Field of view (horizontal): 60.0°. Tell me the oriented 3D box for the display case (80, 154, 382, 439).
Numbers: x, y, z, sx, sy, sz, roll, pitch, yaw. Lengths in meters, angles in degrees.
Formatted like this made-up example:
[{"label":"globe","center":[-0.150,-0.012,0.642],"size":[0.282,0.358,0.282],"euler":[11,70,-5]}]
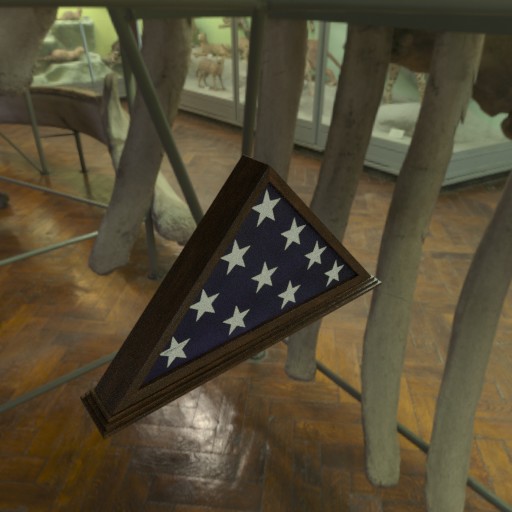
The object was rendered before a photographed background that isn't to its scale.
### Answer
[{"label":"display case","center":[0.000,0.000,0.760],"size":[0.640,0.340,0.095],"euler":[-22,37,-32]}]
